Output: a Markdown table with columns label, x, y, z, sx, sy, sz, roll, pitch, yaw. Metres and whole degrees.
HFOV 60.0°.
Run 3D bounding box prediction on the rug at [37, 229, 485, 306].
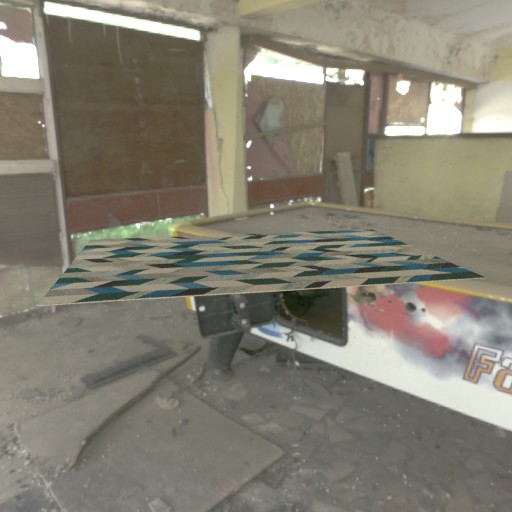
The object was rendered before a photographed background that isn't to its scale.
| label | x | y | z | sx | sy | sz | roll | pitch | yaw |
| --- | --- | --- | --- | --- | --- | --- | --- | --- | --- |
| rug | 0.000 | 0.000 | 3.061 | 2.433 | 0.007 | 1.507 | -3 | 15 | -10 |
